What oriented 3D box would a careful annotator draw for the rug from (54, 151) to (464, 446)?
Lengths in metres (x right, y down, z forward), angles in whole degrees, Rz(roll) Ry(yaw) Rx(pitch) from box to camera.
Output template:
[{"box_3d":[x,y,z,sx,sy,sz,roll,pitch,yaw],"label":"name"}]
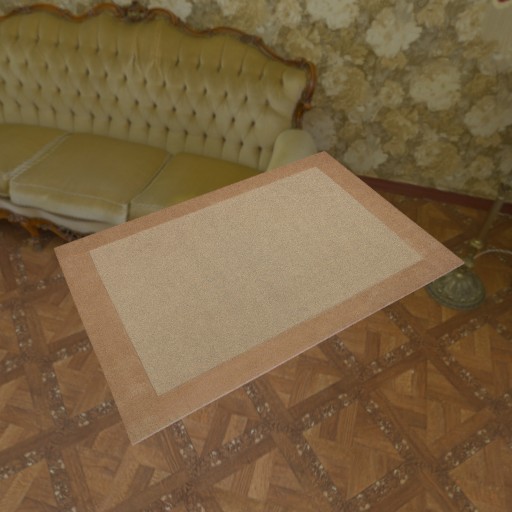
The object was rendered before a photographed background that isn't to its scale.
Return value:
[{"box_3d":[0.000,0.000,2.364,1.829,0.014,1.219,-24,51,-21],"label":"rug"}]
